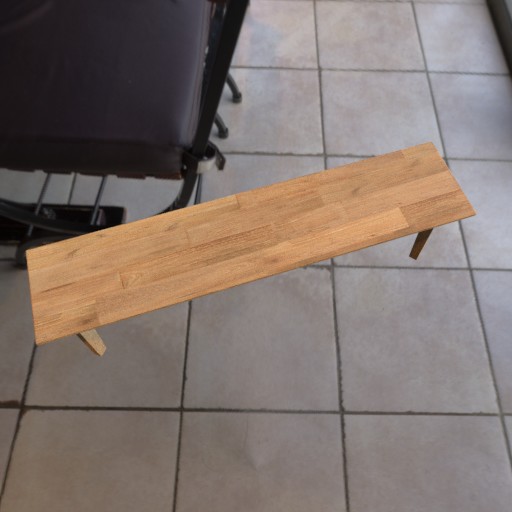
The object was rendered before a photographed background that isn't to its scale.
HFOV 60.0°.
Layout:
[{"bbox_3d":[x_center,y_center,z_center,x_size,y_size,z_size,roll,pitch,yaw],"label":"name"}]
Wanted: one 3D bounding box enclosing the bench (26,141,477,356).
[{"bbox_3d":[0.000,0.000,1.895,1.698,0.431,0.378,-16,65,-8],"label":"bench"}]
